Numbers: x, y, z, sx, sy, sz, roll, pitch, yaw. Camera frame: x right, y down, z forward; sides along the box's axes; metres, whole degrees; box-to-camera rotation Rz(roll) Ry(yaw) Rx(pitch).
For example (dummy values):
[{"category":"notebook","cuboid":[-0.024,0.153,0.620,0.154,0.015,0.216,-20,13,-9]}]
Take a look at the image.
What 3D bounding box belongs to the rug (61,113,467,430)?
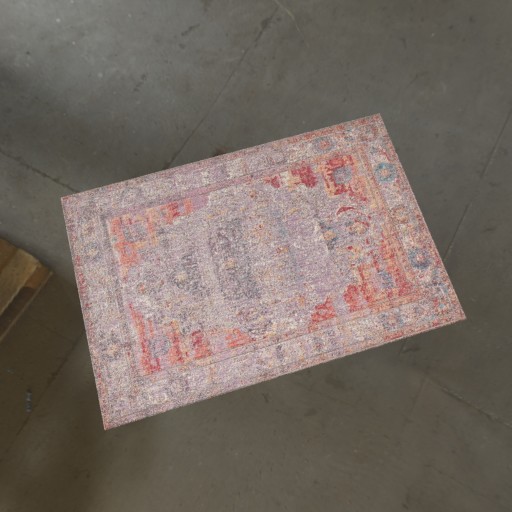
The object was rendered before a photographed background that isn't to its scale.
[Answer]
[{"category":"rug","cuboid":[0.000,0.000,2.294,1.829,0.005,1.219,-16,75,-4]}]
